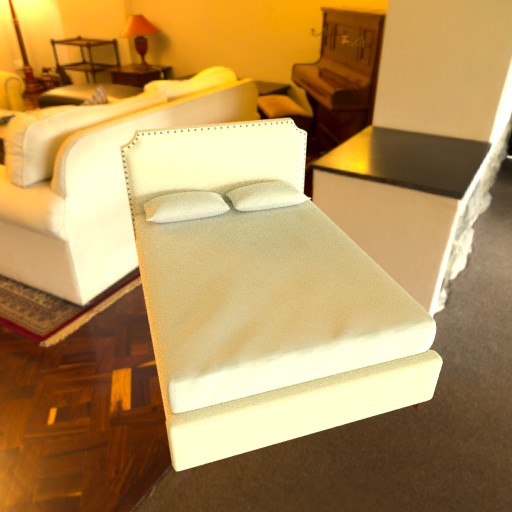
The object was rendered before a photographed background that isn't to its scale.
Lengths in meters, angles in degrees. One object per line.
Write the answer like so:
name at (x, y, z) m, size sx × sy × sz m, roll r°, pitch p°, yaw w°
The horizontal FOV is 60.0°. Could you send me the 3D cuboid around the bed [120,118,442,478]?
bed at (0.000, 0.000, 3.335) m, size 1.703 × 1.415 × 2.329 m, roll -9°, pitch 32°, yaw -15°
